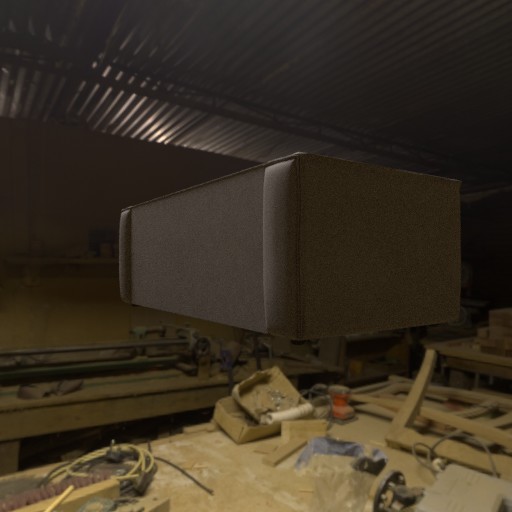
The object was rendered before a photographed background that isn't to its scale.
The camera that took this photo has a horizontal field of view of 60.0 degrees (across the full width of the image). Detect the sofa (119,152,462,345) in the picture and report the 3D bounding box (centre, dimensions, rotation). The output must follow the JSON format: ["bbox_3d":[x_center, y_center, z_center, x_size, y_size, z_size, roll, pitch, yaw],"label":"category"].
[{"bbox_3d":[0.000,0.000,2.572,1.038,0.680,1.995,1,-1,-34],"label":"sofa"}]
